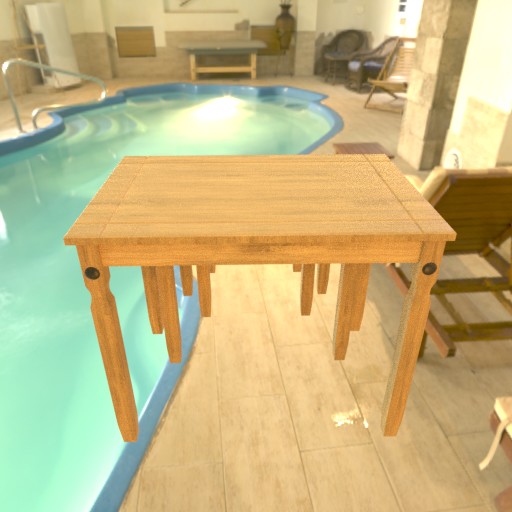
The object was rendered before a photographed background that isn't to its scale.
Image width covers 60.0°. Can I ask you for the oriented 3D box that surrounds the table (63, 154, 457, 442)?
[{"bbox_3d":[0.000,0.000,1.209,0.660,0.535,0.773,-1,30,-1],"label":"table"}]
